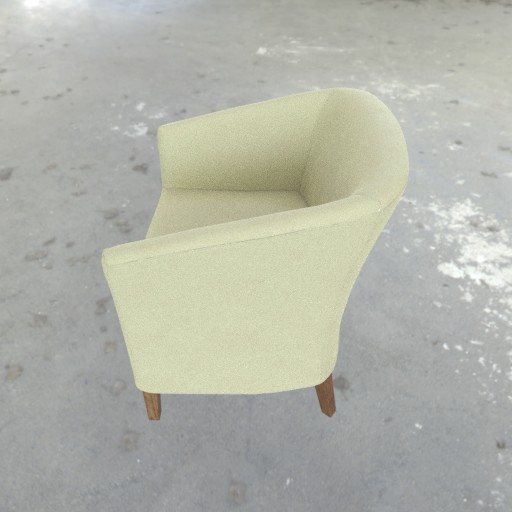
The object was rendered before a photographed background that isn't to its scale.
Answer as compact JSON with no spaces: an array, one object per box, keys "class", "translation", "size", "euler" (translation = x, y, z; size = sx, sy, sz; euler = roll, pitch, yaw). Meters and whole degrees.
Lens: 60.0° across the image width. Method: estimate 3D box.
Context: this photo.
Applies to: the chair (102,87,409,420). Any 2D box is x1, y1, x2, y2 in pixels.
[{"class":"chair","translation":[0.000,0.000,1.286],"size":[0.657,0.822,0.643],"euler":[1,41,1]}]
